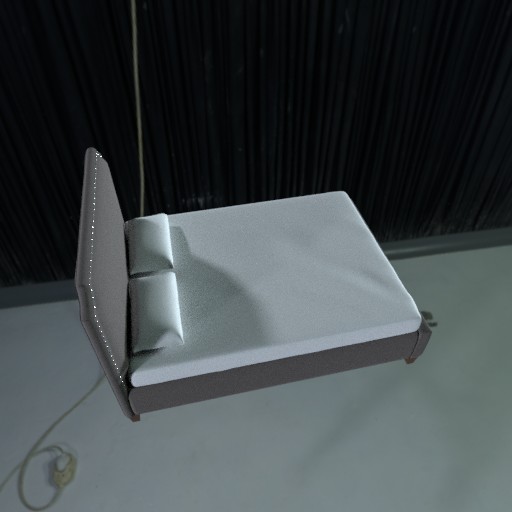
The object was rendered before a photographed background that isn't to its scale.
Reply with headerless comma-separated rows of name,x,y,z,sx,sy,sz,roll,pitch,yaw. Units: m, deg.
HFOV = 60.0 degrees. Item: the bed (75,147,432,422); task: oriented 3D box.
bed,0.000,0.000,3.549,2.372,1.443,1.713,-9,46,-9
